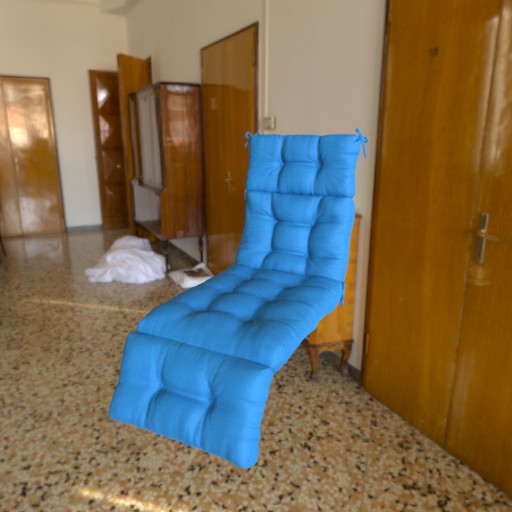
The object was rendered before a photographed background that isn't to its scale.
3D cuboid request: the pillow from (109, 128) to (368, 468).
[{"bbox_3d":[0.000,0.000,1.538,0.526,0.863,1.016,8,17,26],"label":"pillow"}]
